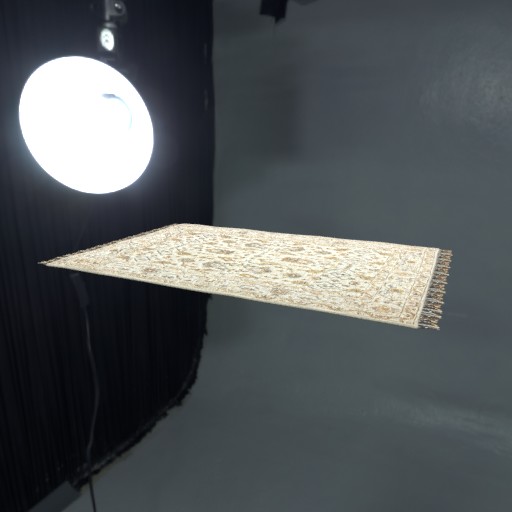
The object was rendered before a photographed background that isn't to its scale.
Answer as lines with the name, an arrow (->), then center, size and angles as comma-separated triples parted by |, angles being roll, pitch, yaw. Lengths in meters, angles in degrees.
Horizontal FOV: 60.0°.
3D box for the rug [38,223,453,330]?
rug -> 0.000, 0.000, 3.033 | 2.434, 0.027, 1.529 | 7, 17, 24
